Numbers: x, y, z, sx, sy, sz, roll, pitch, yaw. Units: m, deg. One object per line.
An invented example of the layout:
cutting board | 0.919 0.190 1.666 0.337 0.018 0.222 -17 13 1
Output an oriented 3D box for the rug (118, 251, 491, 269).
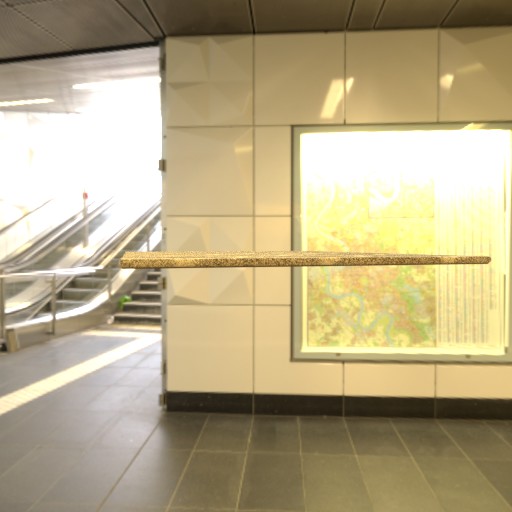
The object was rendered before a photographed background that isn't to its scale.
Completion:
rug | 0.000 0.000 2.083 1.200 0.025 1.600 0 1 -16
